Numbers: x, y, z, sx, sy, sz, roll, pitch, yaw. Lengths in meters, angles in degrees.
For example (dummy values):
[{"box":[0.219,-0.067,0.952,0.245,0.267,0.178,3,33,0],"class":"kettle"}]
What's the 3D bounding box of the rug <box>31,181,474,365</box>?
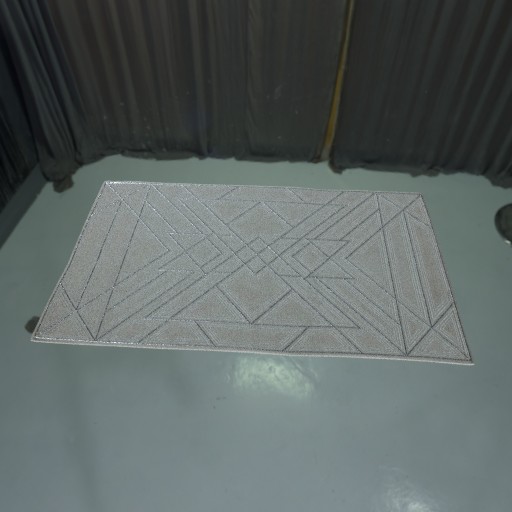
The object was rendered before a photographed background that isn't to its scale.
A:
[{"box":[0.000,0.000,1.033,0.869,0.008,0.511,3,48,2],"class":"rug"}]
